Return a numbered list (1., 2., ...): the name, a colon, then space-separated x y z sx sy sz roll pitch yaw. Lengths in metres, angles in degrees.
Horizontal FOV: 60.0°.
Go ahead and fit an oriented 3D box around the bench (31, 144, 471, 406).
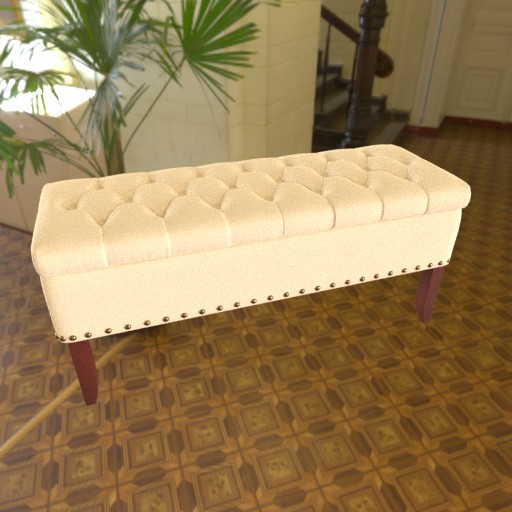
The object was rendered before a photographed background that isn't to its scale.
1. bench: 0.000 0.000 1.256 1.054 0.470 0.400 -10 33 -16
